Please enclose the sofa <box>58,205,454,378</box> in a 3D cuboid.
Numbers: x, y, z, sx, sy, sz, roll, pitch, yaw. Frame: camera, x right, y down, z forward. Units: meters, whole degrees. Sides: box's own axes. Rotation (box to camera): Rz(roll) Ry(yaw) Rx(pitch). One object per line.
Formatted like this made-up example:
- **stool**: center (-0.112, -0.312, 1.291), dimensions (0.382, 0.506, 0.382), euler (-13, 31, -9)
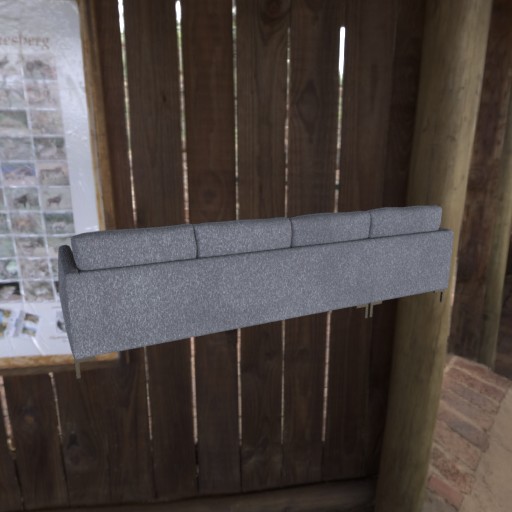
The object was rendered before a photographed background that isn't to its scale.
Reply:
- **sofa**: center (0.000, 0.000, 3.560), dimensions (2.932, 0.810, 1.350), euler (-7, 16, -25)
